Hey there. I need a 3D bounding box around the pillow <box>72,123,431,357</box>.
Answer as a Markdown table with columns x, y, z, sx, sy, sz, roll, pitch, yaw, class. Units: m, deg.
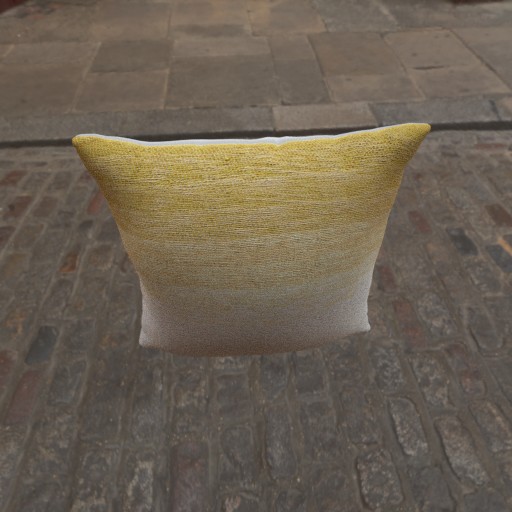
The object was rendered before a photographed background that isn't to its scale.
| x | y | z | sx | sy | sz | roll | pitch | yaw | class |
| --- | --- | --- | --- | --- | --- | --- | --- | --- | --- |
| 0.000 | 0.000 | 0.709 | 0.450 | 0.450 | 0.211 | -3 | 45 | -3 | pillow |
